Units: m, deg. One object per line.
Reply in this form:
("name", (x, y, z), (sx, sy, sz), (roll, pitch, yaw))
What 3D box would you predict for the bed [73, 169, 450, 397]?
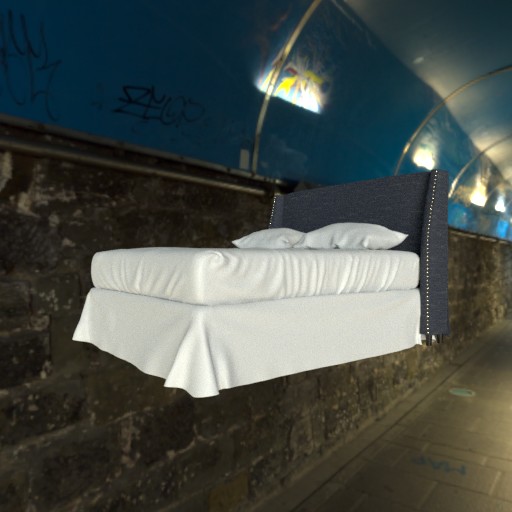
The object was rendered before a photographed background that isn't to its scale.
("bed", (0.000, 0.000, 3.424), (2.276, 1.332, 1.925), (0, 0, -38))
